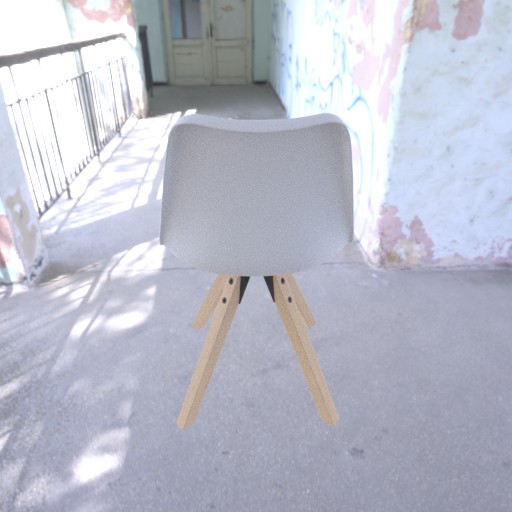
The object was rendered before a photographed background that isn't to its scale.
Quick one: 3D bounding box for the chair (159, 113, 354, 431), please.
[{"bbox_3d":[0.000,0.000,1.194,0.485,0.850,0.550,-1,30,-2],"label":"chair"}]
